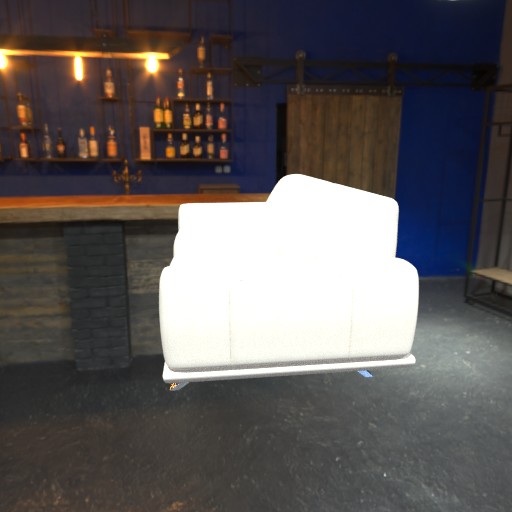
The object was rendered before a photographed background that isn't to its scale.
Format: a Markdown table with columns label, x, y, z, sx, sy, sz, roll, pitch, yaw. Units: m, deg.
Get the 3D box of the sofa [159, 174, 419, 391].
| label | x | y | z | sx | sy | sz | roll | pitch | yaw |
| --- | --- | --- | --- | --- | --- | --- | --- | --- | --- |
| sofa | 0.000 | 0.000 | 2.364 | 0.900 | 0.772 | 1.901 | -2 | 14 | -7 |
